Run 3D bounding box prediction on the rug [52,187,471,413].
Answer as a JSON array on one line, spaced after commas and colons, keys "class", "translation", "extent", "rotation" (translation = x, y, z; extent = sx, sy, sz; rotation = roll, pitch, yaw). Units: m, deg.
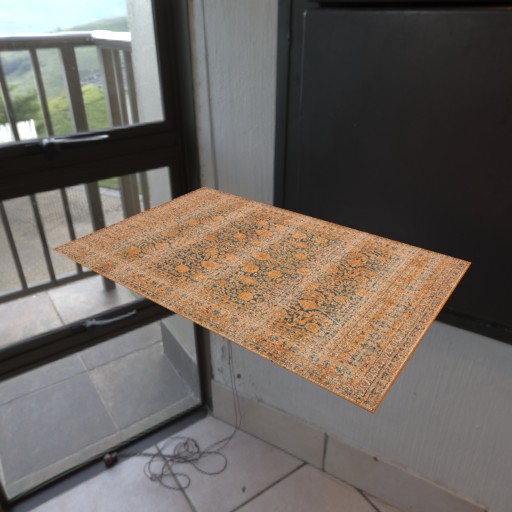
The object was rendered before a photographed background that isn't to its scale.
[{"class": "rug", "translation": [0.000, 0.000, 2.943], "extent": [2.336, 0.007, 1.525], "rotation": [20, 35, 32]}]
